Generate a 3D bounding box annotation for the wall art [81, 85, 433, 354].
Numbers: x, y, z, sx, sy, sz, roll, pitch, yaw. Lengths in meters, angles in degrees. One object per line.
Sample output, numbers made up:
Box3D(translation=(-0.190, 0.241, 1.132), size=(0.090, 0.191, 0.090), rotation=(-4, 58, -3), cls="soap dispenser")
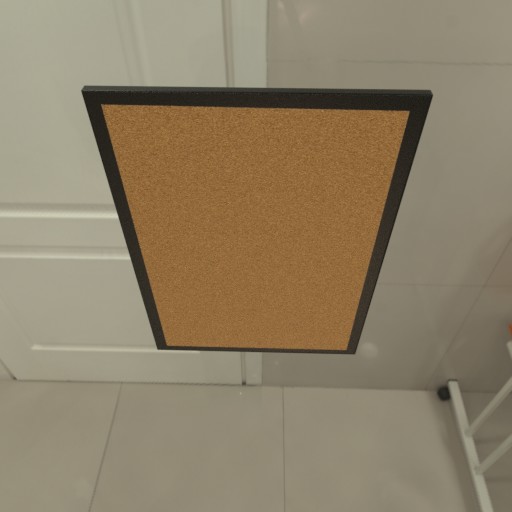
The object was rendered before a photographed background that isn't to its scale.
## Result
Box3D(translation=(0.000, 0.000, 0.846), size=(0.480, 0.657, 0.016), rotation=(1, 46, 1), cls="wall art")
